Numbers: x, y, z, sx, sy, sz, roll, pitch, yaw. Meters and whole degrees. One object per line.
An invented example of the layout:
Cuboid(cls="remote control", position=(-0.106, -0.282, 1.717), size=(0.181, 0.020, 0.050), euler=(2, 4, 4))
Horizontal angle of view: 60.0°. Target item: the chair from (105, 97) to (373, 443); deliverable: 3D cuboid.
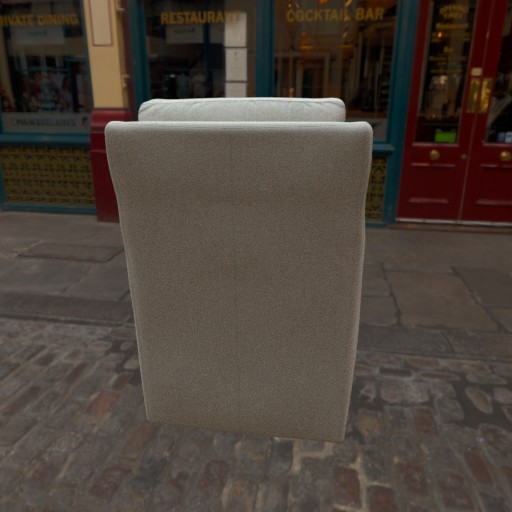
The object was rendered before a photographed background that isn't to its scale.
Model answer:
Cuboid(cls="chair", position=(0.000, 0.000, 1.381), size=(0.626, 0.914, 0.694), euler=(3, 18, 8))
